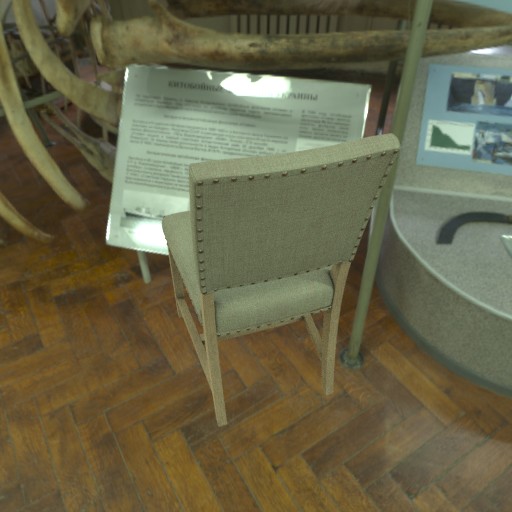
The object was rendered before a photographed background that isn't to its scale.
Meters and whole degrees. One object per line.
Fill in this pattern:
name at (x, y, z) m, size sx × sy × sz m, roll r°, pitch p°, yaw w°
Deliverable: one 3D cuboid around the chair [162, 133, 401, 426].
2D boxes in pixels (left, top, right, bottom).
chair at (0.000, 0.000, 1.379) m, size 0.508 × 0.986 × 0.622 m, roll -12°, pitch 42°, yaw -13°
